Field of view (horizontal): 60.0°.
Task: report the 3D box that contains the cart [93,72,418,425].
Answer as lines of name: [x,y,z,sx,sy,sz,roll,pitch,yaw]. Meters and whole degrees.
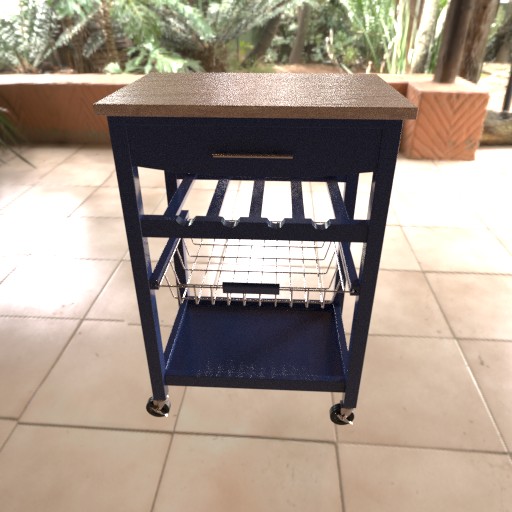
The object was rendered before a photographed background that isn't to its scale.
cart: [0.000,0.000,1.160,0.584,0.839,0.403,2,30,3]
